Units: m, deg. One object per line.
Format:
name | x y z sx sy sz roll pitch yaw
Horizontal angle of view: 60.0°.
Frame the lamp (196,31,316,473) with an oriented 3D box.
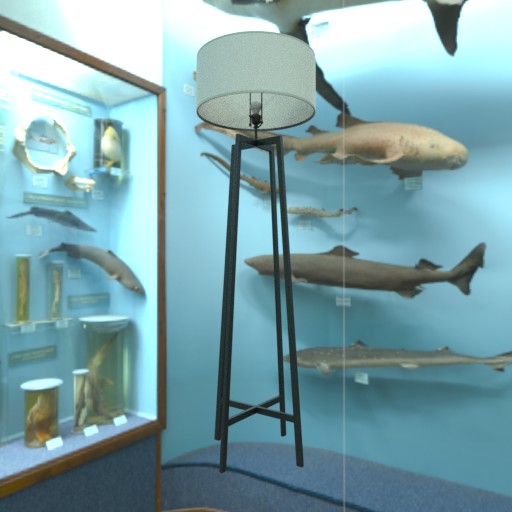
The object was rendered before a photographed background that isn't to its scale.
lamp | 0.000 0.000 1.712 0.457 1.510 0.456 0 0 36
